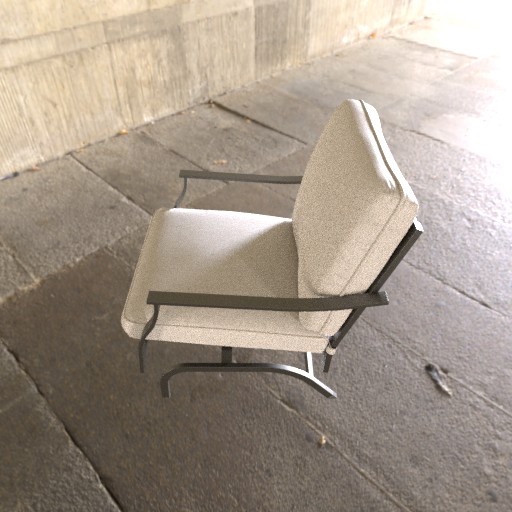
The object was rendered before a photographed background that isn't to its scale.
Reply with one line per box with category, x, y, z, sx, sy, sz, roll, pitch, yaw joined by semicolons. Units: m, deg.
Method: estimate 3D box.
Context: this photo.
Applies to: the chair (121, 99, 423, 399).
chair;0.000;0.000;1.448;0.787;0.860;0.650;0;41;0
